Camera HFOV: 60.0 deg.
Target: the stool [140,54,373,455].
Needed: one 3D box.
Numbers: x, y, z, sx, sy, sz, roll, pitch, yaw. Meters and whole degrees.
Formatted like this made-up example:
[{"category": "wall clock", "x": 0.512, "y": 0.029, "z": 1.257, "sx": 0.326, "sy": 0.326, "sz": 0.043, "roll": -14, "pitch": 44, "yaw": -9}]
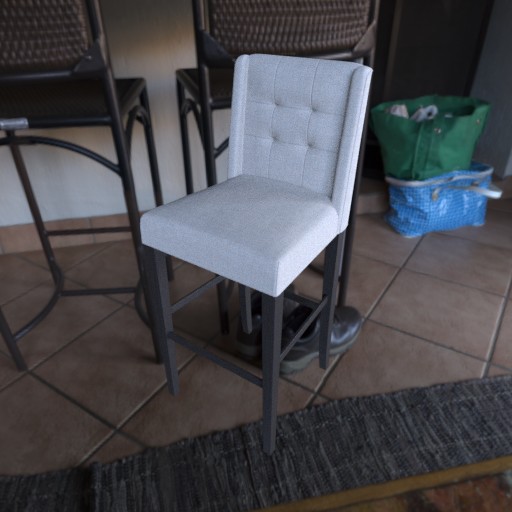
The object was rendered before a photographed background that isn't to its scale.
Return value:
[{"category": "stool", "x": 0.000, "y": 0.000, "z": 1.416, "sx": 0.474, "sy": 1.116, "sz": 0.509, "roll": 20, "pitch": 37, "yaw": 29}]
